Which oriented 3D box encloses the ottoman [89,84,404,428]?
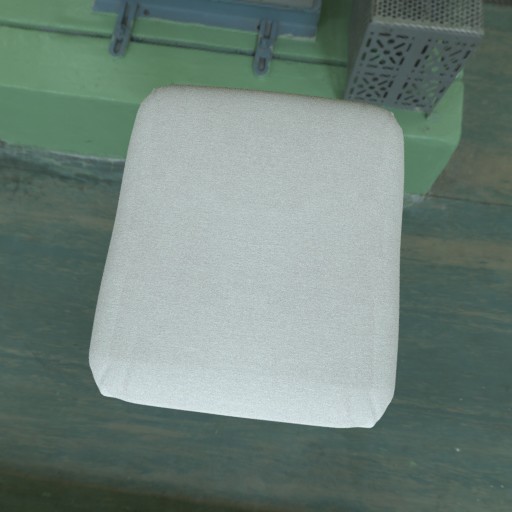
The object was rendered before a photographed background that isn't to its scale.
[{"bbox_3d":[0.000,0.000,1.113,0.639,0.450,0.746,6,76,2],"label":"ottoman"}]
